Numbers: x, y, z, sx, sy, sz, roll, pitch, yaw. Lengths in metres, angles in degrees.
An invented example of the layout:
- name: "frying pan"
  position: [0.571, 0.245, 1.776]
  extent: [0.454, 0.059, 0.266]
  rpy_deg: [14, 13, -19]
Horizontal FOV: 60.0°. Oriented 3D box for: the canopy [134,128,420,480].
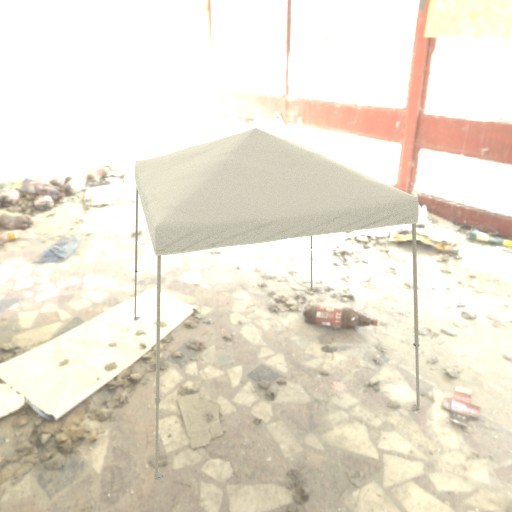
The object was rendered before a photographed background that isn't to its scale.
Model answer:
- name: "canopy"
  position: [0.000, 0.000, 6.408]
  extent: [3.600, 3.600, 3.599]
  rpy_deg: [-8, 26, -16]
